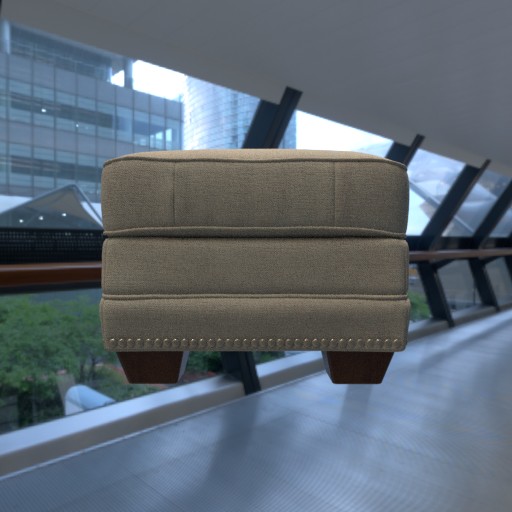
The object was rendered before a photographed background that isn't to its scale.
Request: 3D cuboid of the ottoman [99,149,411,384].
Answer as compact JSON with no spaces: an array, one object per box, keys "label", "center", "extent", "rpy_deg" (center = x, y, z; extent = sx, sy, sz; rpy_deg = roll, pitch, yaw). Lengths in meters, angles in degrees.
[{"label":"ottoman","center":[0.000,0.000,1.146],"extent":[0.559,0.458,0.813],"rpy_deg":[0,0,0]}]
